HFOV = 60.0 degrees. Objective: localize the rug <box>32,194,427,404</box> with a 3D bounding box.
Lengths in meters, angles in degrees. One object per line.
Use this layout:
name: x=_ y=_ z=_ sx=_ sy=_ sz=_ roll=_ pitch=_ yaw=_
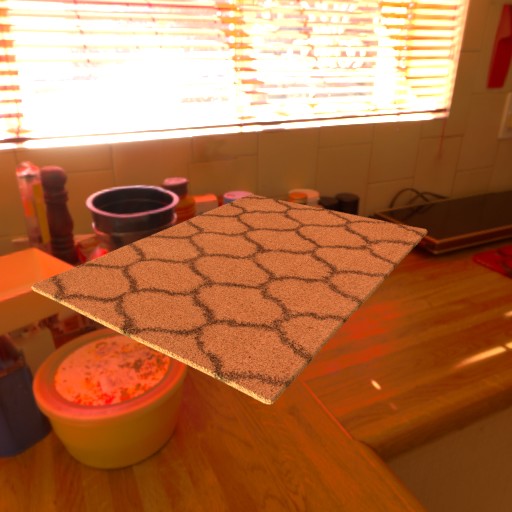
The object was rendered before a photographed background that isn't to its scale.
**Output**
rug: x=0.000 y=0.000 z=2.145 sx=1.200 sy=0.025 sz=1.600 roll=16 pitch=29 yaw=31
